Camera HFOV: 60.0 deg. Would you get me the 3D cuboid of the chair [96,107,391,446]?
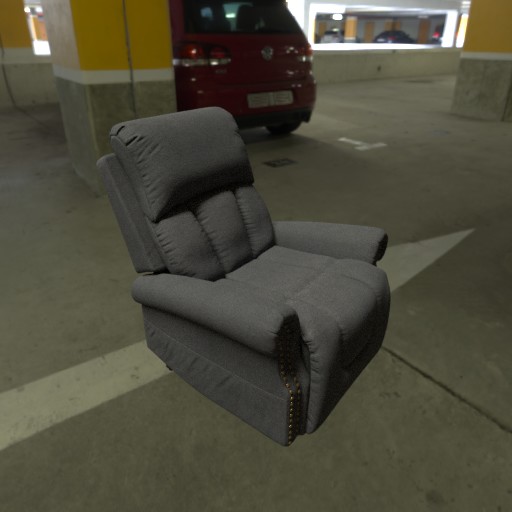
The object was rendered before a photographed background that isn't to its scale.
[{"bbox_3d":[0.000,0.000,1.776,0.979,1.031,0.871,18,32,32],"label":"chair"}]
